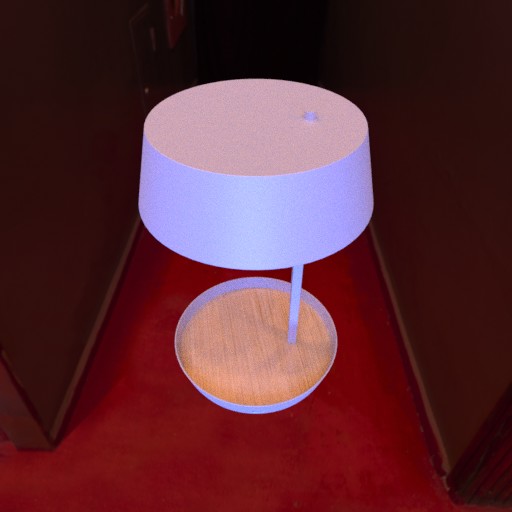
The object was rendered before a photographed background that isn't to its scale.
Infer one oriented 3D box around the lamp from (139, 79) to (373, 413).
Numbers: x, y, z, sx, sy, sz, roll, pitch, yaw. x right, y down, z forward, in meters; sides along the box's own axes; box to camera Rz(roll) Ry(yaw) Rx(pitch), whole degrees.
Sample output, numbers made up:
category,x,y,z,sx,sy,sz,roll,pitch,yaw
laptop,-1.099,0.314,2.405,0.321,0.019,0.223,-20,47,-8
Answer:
category,x,y,z,sx,sy,sz,roll,pitch,yaw
lamp,0.000,0.000,0.632,0.291,0.429,0.291,0,41,0
